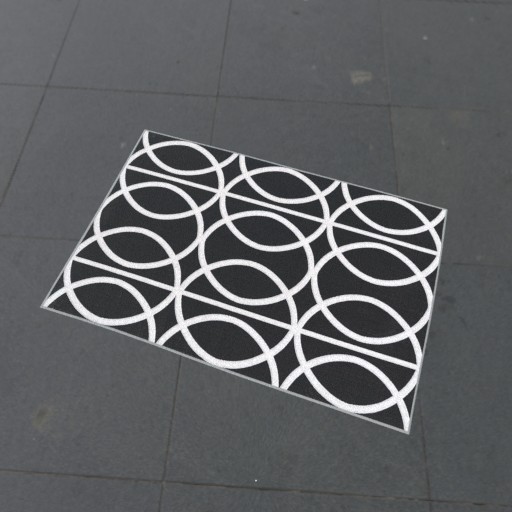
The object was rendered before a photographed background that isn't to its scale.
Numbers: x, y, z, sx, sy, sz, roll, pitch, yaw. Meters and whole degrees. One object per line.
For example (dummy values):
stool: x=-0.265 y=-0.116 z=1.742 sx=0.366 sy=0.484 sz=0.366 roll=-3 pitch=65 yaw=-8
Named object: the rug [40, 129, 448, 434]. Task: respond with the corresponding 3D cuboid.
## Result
rug: x=0.000 y=0.000 z=2.884 sx=2.290 sy=0.014 sz=1.526 roll=17 pitch=64 yaw=8
